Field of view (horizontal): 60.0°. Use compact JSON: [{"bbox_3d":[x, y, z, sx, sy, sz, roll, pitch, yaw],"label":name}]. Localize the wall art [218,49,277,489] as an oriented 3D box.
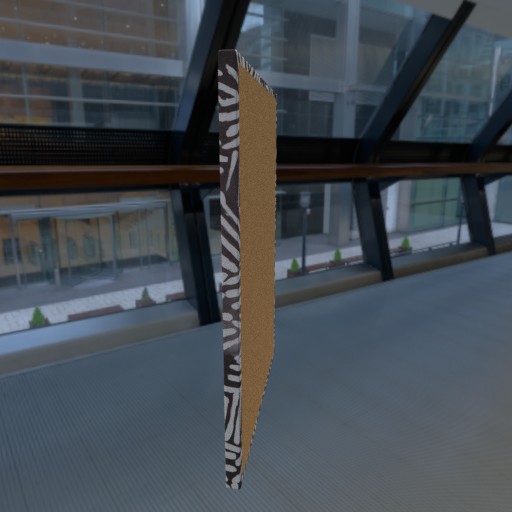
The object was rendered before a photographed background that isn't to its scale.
[{"bbox_3d":[0.000,0.000,1.355,0.038,1.017,0.765,2,14,8],"label":"wall art"}]
